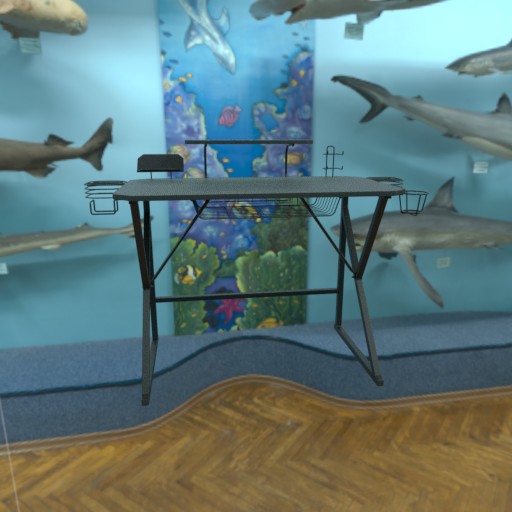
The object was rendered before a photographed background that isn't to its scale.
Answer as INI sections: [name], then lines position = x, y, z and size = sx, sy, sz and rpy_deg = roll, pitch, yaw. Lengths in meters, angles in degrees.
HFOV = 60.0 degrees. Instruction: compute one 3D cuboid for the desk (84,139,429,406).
[desk]
position = 0.000, 0.000, 1.746
size = 1.290, 0.880, 0.580
rpy_deg = -2, 15, -8
